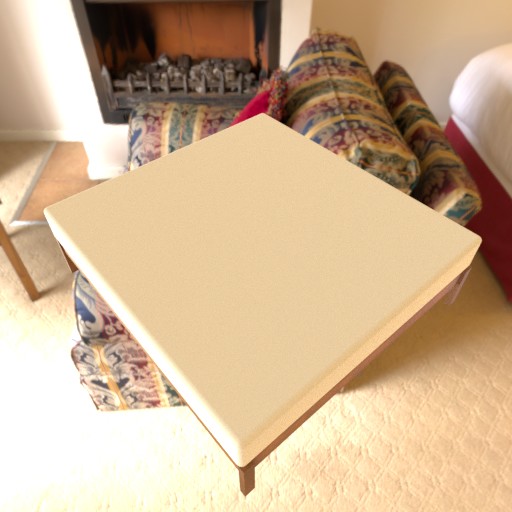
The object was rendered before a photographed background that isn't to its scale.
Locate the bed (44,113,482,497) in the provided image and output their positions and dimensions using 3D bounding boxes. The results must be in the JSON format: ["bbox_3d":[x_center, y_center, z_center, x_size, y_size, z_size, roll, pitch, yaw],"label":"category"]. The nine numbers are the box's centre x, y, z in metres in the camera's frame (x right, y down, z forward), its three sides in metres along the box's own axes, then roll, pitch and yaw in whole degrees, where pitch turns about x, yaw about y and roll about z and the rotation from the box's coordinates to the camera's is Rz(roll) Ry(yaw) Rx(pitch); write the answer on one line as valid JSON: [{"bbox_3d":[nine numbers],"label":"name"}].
[{"bbox_3d":[0.000,0.000,3.004,1.930,0.616,2.049,-32,54,-27],"label":"bed"}]
